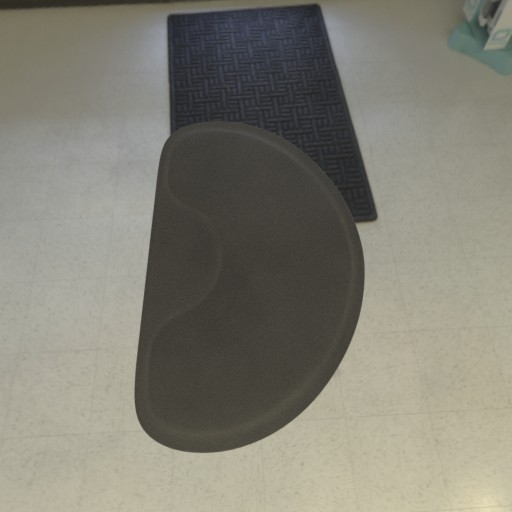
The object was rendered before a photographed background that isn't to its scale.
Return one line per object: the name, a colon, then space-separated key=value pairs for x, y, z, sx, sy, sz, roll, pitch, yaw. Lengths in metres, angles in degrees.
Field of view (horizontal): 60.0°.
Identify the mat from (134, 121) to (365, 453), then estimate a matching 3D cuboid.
mat: x=0.000 y=0.000 z=1.878 sx=0.913 sy=0.013 sz=1.524 roll=-1 pitch=63 yaw=0
